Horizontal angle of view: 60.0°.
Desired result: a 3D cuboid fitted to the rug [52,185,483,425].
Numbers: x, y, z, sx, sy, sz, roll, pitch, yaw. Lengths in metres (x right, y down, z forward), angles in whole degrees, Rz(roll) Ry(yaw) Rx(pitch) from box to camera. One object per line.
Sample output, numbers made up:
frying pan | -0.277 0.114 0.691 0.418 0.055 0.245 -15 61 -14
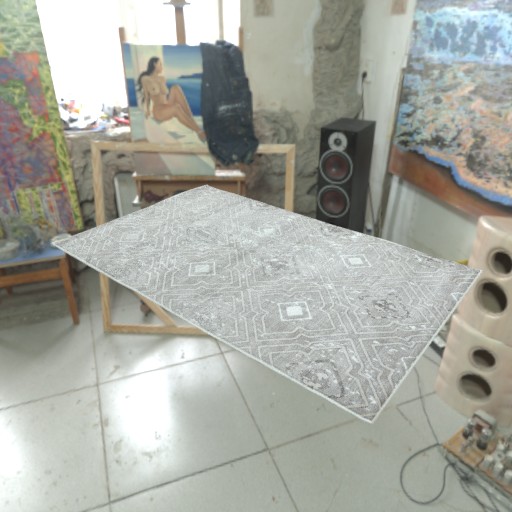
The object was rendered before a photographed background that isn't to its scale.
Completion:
rug | 0.000 0.000 2.946 2.447 0.036 1.537 22 36 34
